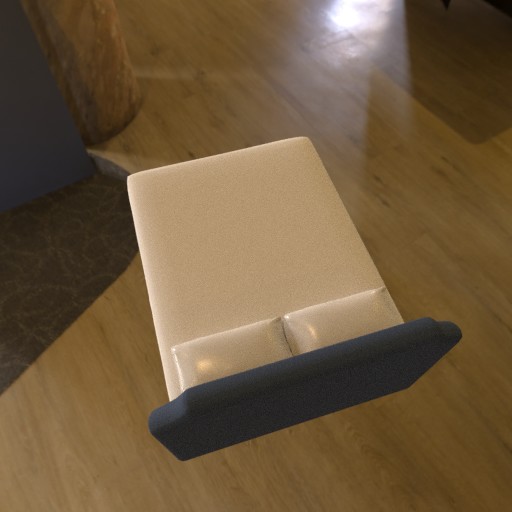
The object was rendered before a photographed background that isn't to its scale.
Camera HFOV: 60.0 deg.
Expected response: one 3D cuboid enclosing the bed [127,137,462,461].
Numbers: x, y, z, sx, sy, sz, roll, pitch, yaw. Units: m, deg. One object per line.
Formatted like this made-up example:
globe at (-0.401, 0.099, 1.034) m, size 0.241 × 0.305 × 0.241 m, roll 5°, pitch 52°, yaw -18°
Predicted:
bed at (0.000, 0.000, 3.317) m, size 1.831 × 1.297 × 2.260 m, roll -15°, pitch 60°, yaw -9°
